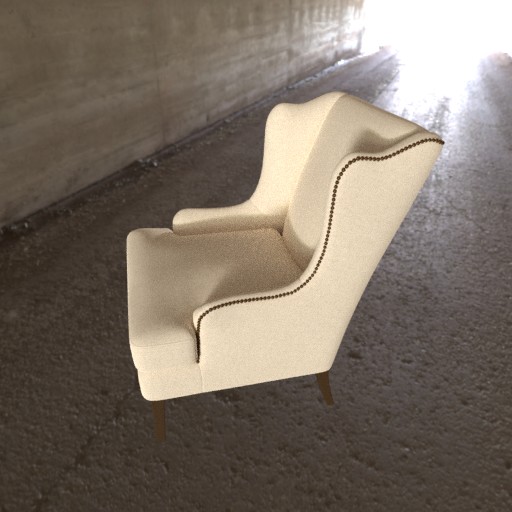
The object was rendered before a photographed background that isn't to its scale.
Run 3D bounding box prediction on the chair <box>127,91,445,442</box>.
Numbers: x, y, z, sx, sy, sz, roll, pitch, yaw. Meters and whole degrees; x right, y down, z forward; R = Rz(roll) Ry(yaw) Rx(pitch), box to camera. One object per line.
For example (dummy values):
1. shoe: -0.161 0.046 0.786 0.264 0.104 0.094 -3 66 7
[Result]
1. chair: 0.000 0.000 1.642 0.940 1.029 0.737 -8 32 -13
